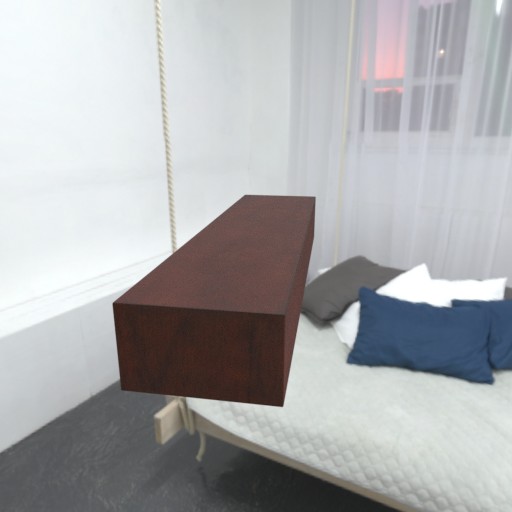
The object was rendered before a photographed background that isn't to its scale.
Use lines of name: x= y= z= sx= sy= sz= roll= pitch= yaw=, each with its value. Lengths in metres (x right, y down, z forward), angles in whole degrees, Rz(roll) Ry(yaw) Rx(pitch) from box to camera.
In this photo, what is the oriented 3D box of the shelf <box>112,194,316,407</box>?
shelf: x=0.000 y=0.000 z=0.675 sx=0.152 sy=0.088 sz=0.607 roll=3 pitch=17 yaw=9
